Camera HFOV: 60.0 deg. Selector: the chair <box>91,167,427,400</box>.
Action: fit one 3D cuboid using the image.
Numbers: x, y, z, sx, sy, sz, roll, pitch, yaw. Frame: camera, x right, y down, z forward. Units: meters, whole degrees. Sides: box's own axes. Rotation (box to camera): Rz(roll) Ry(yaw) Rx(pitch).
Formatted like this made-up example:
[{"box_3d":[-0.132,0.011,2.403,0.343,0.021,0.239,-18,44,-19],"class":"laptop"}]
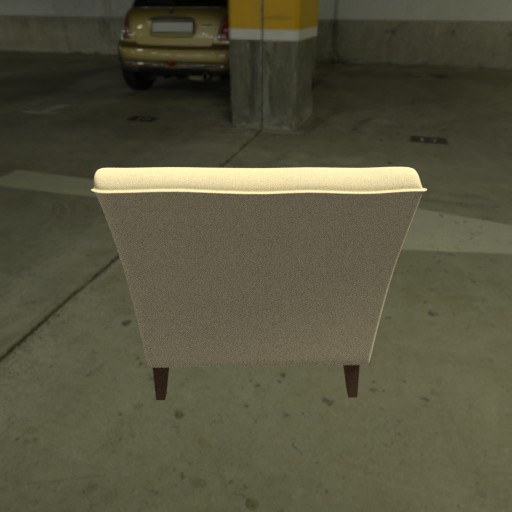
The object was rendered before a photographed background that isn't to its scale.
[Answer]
[{"box_3d":[0.000,0.000,1.598,0.780,0.919,0.899,-1,30,-1],"class":"chair"}]
